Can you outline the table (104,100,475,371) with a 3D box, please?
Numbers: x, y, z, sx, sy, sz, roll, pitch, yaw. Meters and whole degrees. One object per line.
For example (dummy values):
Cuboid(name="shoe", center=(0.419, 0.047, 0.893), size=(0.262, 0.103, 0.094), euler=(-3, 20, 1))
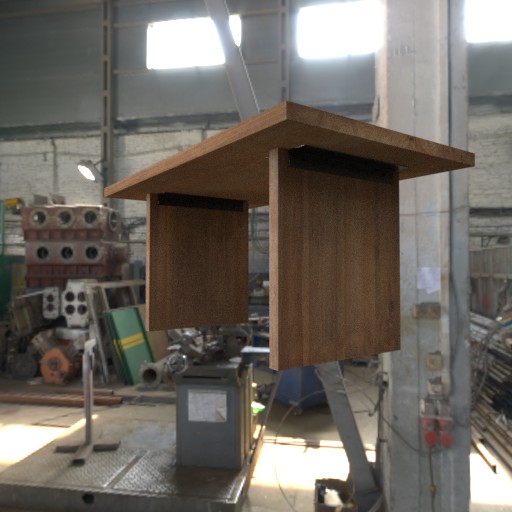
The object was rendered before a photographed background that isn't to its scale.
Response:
Cuboid(name="table", center=(0.000, 0.000, 2.095), size=(0.946, 0.780, 1.609), euler=(1, -2, -35))
